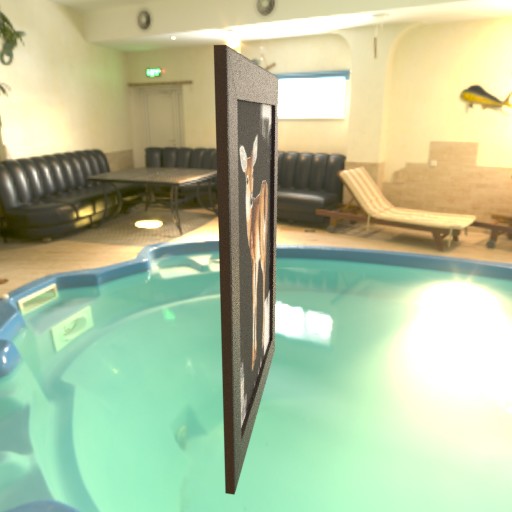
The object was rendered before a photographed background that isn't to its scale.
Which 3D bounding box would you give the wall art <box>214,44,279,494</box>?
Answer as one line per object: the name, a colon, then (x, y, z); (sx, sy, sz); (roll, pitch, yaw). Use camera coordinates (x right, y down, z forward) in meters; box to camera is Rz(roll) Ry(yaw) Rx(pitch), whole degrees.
wall art: (0.000, 0.000, 0.641); (0.013, 0.508, 0.359); (3, 18, 10)
